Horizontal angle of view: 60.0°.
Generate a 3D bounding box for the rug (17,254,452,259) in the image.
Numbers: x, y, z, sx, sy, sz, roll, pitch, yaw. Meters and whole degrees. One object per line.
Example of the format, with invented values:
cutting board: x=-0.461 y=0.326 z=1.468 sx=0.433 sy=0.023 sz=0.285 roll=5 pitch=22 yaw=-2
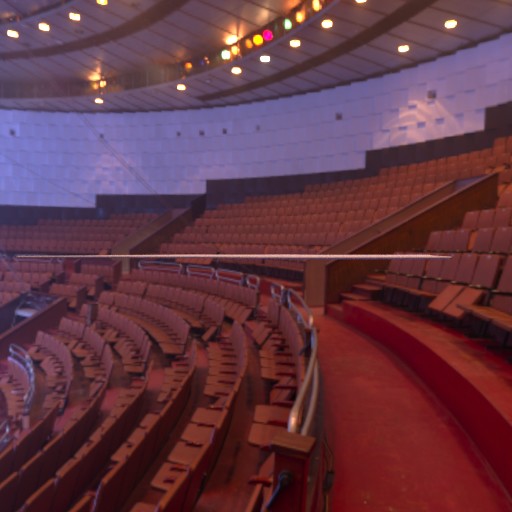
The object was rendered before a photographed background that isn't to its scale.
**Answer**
rug: x=0.000 y=0.000 z=4.038 sx=3.055 sy=0.021 sz=2.410 roll=0 pitch=0 yaw=18
